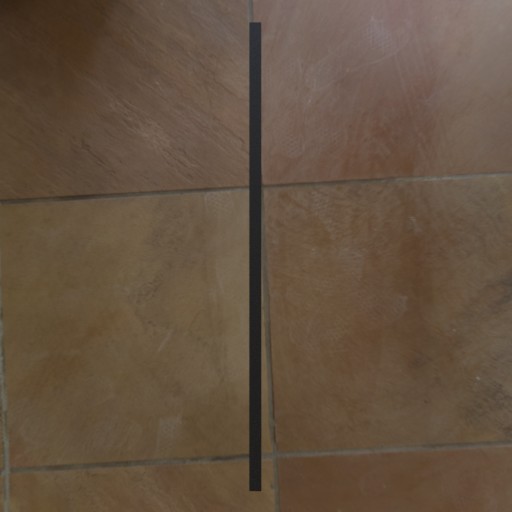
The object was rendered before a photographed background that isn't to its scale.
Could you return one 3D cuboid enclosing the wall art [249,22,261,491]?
[{"bbox_3d":[0.000,0.000,1.763,0.041,0.554,1.572,0,89,0],"label":"wall art"}]
